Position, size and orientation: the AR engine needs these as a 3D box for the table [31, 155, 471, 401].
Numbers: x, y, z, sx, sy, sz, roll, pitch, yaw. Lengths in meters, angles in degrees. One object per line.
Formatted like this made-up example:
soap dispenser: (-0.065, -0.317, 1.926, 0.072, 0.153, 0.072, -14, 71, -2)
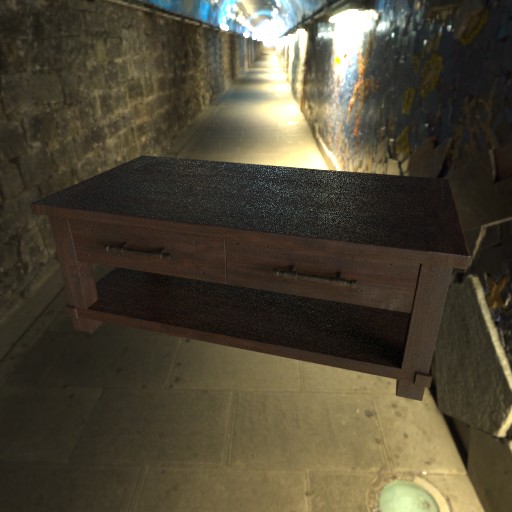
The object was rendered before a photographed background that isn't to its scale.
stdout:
table: (0.000, 0.000, 1.609, 1.270, 0.494, 0.700, 8, 27, 16)
